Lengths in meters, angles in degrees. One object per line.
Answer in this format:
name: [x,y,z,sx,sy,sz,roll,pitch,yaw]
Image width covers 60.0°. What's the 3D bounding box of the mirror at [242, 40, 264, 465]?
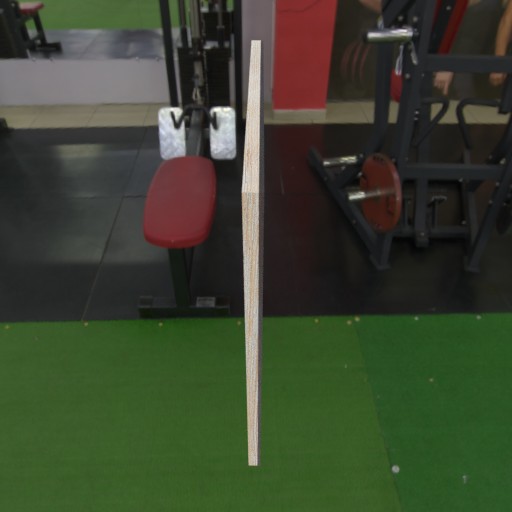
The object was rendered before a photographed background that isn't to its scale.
mirror: [0.000,0.000,1.194,0.032,0.882,0.730,0,41,0]
